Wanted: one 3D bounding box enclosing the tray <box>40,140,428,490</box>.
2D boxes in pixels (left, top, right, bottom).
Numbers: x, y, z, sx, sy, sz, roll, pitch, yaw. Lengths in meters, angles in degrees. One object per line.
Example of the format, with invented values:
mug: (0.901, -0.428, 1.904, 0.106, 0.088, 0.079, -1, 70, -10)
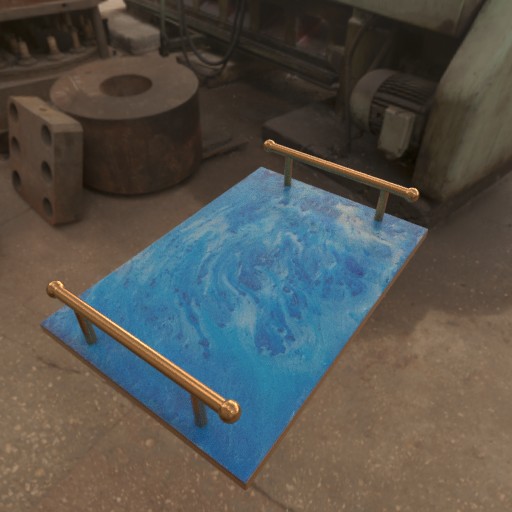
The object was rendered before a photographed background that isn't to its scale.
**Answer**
tray: (0.000, 0.000, 0.567, 0.304, 0.084, 0.444, 26, 48, 26)
